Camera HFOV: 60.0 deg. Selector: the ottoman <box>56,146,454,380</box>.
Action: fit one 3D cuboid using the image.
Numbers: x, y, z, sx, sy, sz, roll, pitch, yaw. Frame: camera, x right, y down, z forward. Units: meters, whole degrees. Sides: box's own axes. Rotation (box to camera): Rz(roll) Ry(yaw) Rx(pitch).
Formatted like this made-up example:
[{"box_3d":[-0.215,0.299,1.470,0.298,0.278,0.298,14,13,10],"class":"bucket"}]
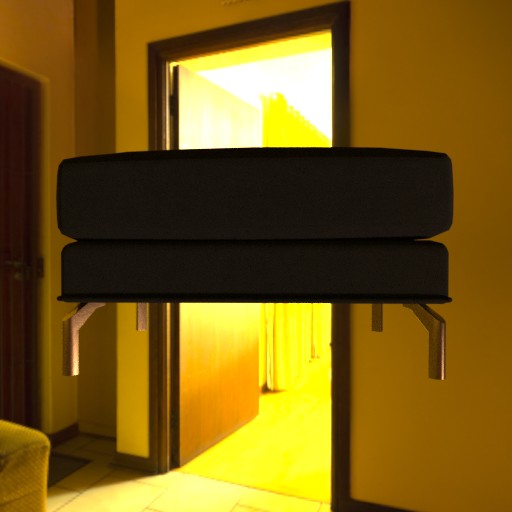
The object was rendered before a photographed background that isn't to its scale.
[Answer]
[{"box_3d":[0.000,0.000,1.192,0.835,0.498,0.587,0,1,2],"class":"ottoman"}]
